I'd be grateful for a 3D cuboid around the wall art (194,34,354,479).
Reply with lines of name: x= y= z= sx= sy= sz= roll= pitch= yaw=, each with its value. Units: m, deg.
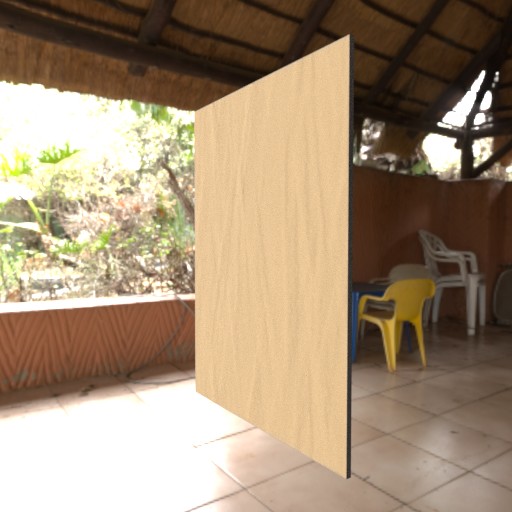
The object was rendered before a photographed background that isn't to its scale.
wall art: x=0.000 y=0.000 z=1.443 sx=0.016 sy=1.116 sz=0.810 roll=-1 pitch=2 yaw=-36
